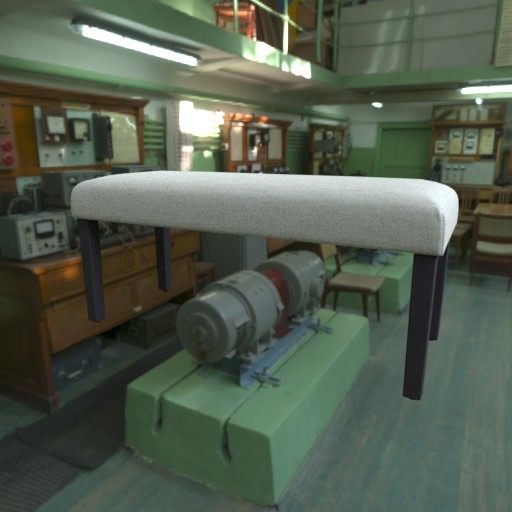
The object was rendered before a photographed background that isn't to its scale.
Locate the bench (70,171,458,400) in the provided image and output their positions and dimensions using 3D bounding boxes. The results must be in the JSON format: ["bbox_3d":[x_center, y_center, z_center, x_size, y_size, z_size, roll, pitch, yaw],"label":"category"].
[{"bbox_3d":[0.000,0.000,1.273,1.013,0.456,0.407,7,16,26],"label":"bench"}]
